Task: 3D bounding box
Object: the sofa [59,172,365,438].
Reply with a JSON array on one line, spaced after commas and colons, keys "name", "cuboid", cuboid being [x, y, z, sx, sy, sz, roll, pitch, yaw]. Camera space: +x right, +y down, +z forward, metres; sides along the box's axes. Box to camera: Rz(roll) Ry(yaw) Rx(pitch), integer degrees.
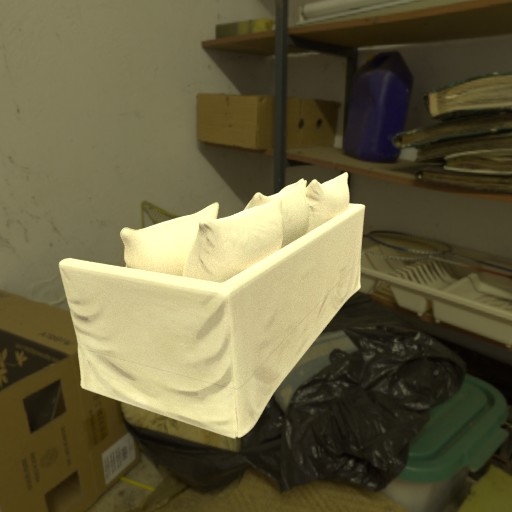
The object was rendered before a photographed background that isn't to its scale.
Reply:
[{"name": "sofa", "cuboid": [0.000, 0.000, 3.129, 1.030, 1.042, 2.484, 7, 17, 25]}]
